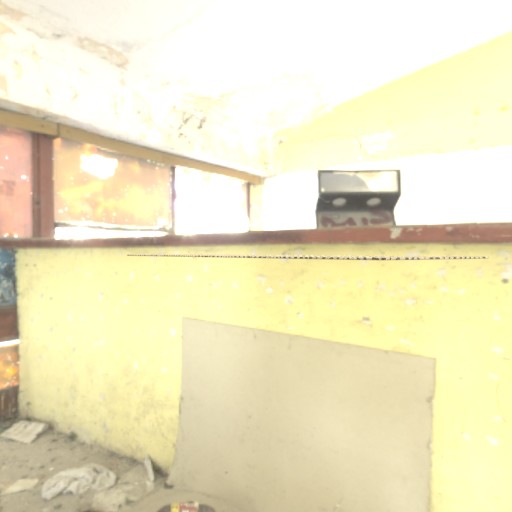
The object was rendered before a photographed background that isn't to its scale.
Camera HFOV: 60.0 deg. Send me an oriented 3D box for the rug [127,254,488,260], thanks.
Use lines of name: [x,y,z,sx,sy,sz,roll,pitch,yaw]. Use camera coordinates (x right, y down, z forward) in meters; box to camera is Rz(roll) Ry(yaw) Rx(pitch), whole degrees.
rug: [0.000,0.000,2.506,0.676,0.008,2.277,0,1,-36]
